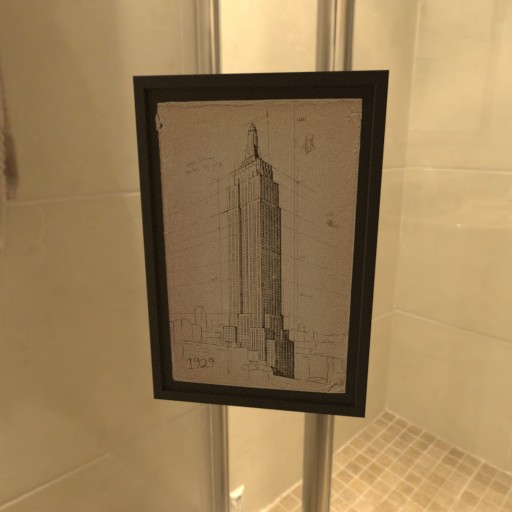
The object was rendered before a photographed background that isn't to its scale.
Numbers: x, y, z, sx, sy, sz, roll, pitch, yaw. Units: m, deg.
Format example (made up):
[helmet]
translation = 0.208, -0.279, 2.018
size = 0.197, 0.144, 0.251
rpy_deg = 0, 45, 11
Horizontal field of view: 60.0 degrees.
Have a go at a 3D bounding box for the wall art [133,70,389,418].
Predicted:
[wall art]
translation = 0.000, 0.000, 0.859
size = 0.451, 0.661, 0.012
rpy_deg = 2, 15, 9
